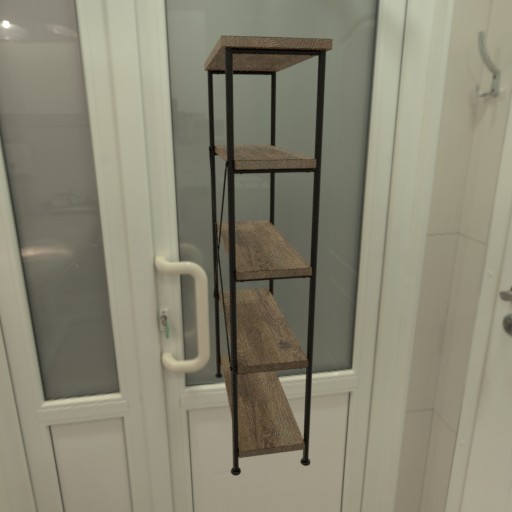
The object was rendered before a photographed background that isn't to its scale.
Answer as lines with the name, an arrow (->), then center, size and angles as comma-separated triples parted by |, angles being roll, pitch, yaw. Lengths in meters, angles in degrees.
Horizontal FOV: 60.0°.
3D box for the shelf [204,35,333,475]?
shelf -> 0.000, 0.000, 2.032 | 0.360, 1.700, 0.800 | -3, 18, -10
